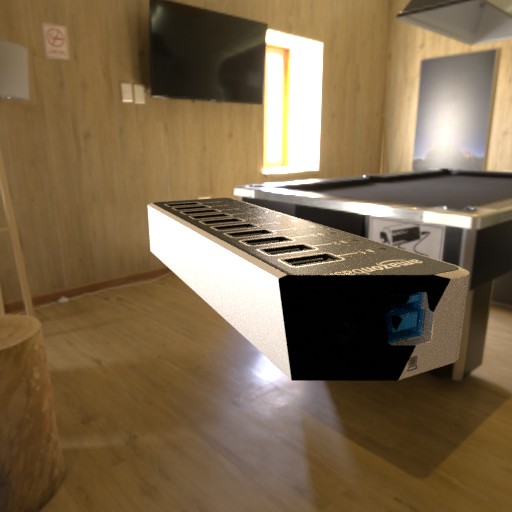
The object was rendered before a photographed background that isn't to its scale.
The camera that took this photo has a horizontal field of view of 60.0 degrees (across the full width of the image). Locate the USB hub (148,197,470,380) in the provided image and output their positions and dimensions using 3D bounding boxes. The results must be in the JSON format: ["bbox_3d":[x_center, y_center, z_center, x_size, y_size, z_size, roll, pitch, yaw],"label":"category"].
[{"bbox_3d":[0.000,0.000,0.160,0.044,0.023,0.145,-8,17,-26],"label":"USB hub"}]
